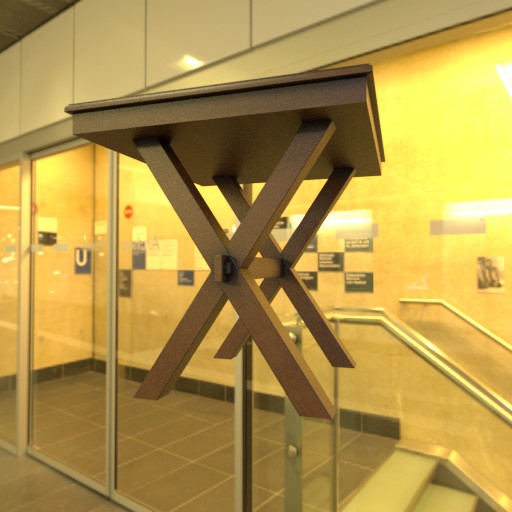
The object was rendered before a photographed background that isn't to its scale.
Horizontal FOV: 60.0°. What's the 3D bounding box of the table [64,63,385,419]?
[{"bbox_3d":[0.000,0.000,1.025,0.560,0.562,0.602,0,-1,18],"label":"table"}]
